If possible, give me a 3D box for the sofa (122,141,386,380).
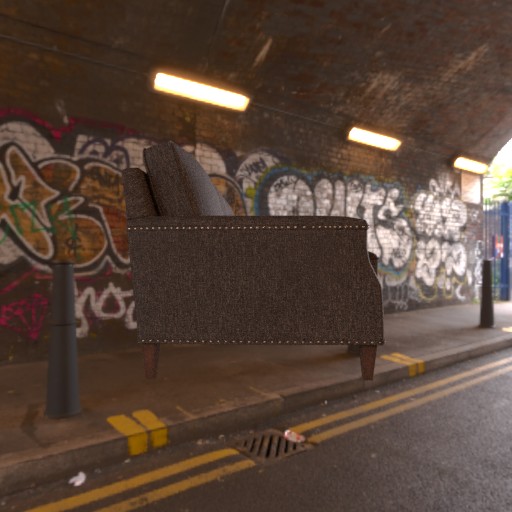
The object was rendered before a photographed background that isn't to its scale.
[{"bbox_3d":[0.000,0.000,2.865,1.084,1.003,2.246,0,0,1],"label":"sofa"}]
